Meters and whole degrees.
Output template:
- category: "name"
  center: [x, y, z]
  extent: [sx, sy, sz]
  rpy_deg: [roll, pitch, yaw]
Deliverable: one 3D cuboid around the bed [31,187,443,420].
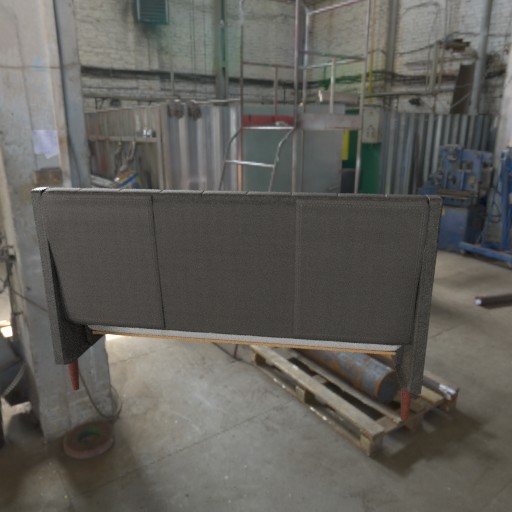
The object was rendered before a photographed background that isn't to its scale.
- category: "bed"
  center: [0.000, 0.000, 3.103]
  extent: [1.903, 1.158, 2.031]
  rpy_deg: [2, 16, 8]
